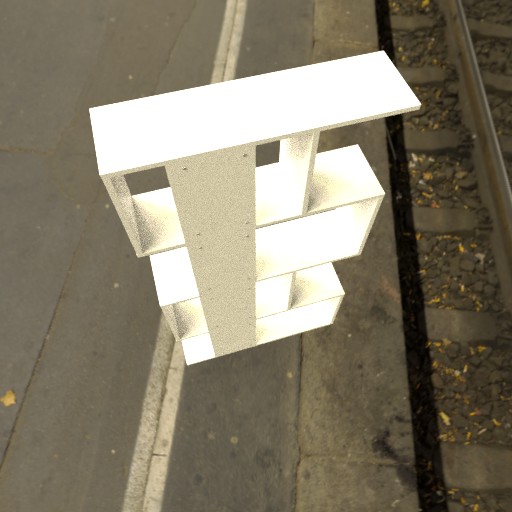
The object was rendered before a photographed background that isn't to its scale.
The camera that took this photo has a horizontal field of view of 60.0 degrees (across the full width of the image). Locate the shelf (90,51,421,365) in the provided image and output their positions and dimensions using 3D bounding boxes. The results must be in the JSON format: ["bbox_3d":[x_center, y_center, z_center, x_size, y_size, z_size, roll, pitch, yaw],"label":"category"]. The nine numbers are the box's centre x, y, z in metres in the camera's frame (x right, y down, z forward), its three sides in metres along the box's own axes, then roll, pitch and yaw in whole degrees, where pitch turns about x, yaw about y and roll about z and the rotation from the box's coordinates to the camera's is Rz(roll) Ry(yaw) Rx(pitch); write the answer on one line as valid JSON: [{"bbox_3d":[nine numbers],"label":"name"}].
[{"bbox_3d":[0.000,0.000,1.946,0.890,1.650,0.250,-14,61,-8],"label":"shelf"}]
